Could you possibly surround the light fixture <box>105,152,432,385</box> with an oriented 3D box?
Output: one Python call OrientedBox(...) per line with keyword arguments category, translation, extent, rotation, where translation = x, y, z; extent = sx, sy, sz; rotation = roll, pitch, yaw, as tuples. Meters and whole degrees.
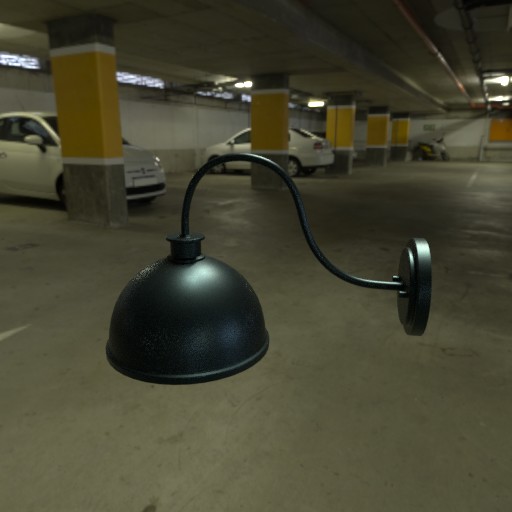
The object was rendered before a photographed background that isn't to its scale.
OrientedBox(category="light fixture", translation=(0.000, 0.000, 0.649), extent=(0.467, 0.295, 0.253), rotation=(3, 15, 10))
